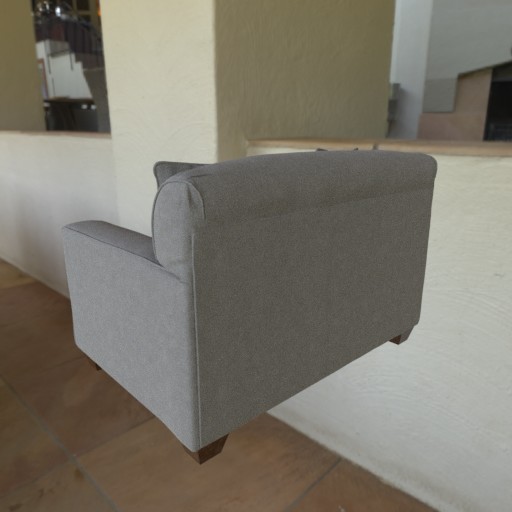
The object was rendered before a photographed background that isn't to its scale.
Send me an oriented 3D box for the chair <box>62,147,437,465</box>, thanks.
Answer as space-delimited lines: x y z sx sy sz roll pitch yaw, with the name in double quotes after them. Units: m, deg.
0.000 0.000 2.003 1.395 0.953 0.992 -14 21 -41 "chair"
